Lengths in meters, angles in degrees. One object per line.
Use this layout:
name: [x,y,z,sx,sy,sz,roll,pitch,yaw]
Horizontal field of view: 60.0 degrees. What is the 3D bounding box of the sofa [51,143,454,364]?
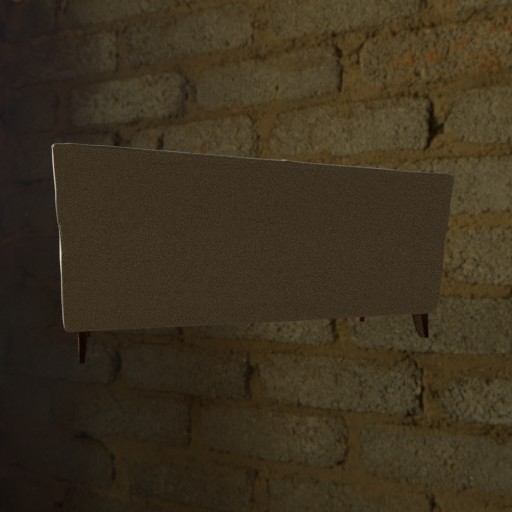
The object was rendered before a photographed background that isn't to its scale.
sofa: [0.000,0.000,2.460,2.001,0.907,0.841,0,0,-20]
